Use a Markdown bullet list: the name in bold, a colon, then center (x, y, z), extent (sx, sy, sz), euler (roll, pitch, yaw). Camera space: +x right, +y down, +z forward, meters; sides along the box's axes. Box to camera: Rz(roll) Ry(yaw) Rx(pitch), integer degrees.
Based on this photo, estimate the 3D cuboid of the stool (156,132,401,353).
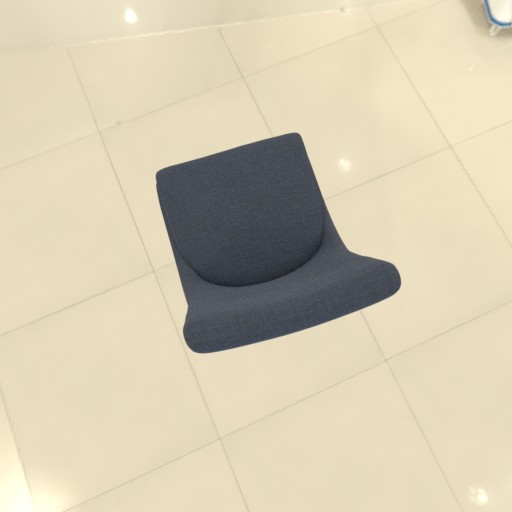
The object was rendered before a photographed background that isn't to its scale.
- **stool**: center (0.000, 0.000, 1.375), extent (0.470, 1.078, 0.577), euler (-16, 76, -4)
